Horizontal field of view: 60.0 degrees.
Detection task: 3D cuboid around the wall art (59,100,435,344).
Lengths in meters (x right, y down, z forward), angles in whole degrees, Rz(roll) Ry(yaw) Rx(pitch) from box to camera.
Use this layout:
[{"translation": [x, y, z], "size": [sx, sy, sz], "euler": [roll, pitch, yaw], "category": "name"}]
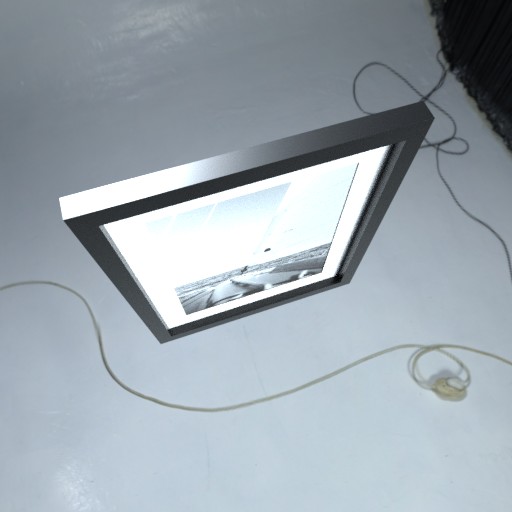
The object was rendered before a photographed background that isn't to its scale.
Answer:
[{"translation": [0.000, 0.000, 0.781], "size": [0.461, 0.558, 0.031], "euler": [-17, 66, -8], "category": "wall art"}]
